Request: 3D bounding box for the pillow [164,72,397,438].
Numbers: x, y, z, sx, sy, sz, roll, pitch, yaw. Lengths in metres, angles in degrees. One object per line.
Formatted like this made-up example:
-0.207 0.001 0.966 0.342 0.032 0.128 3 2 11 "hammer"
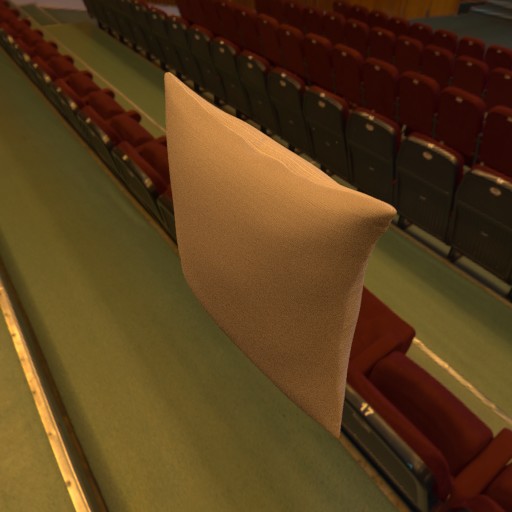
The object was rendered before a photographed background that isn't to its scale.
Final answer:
0.000 0.000 0.777 0.204 0.497 0.512 -26 48 -26 "pillow"
